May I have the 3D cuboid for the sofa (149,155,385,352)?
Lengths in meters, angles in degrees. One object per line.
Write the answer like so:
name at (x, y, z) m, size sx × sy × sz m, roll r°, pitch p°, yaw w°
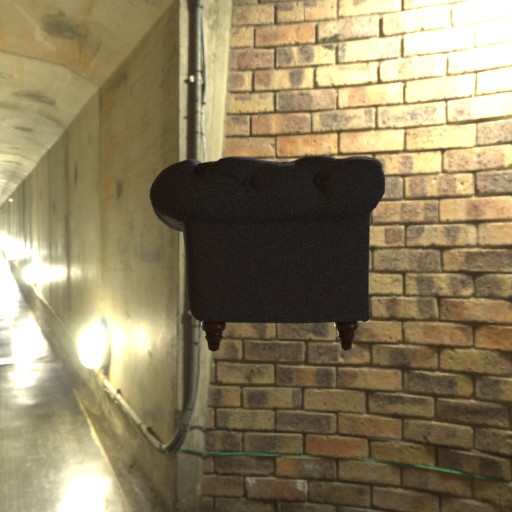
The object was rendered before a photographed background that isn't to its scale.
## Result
sofa at (0.000, 0.000, 2.882) m, size 1.046 × 0.836 × 2.335 m, roll 0°, pitch 0°, yaw 0°
